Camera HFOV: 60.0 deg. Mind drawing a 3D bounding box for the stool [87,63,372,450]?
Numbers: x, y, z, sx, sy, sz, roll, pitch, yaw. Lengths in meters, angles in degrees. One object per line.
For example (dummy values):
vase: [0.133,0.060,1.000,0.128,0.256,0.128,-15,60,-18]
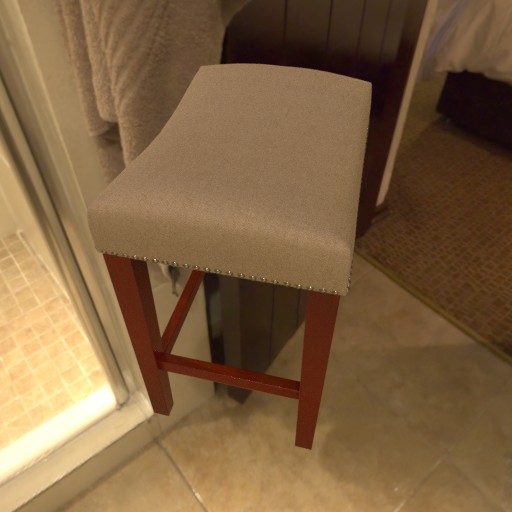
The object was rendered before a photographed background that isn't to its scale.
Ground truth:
stool: [0.000,0.000,0.944,0.375,0.632,0.509,10,46,9]
